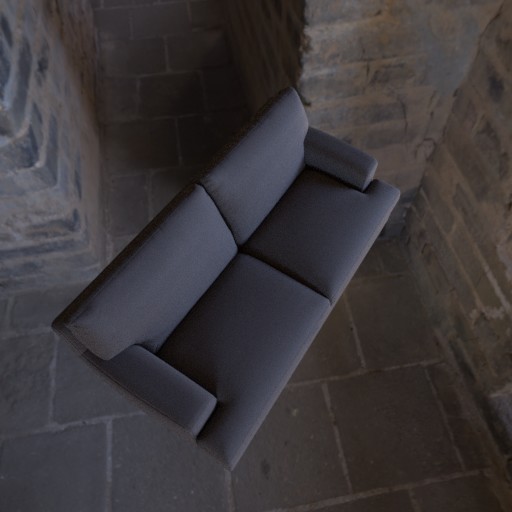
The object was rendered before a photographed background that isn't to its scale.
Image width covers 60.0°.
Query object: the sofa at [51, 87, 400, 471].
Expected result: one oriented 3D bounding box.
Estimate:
[{"bbox_3d":[0.000,0.000,2.859,1.140,0.950,2.271,29,62,17],"label":"sofa"}]
